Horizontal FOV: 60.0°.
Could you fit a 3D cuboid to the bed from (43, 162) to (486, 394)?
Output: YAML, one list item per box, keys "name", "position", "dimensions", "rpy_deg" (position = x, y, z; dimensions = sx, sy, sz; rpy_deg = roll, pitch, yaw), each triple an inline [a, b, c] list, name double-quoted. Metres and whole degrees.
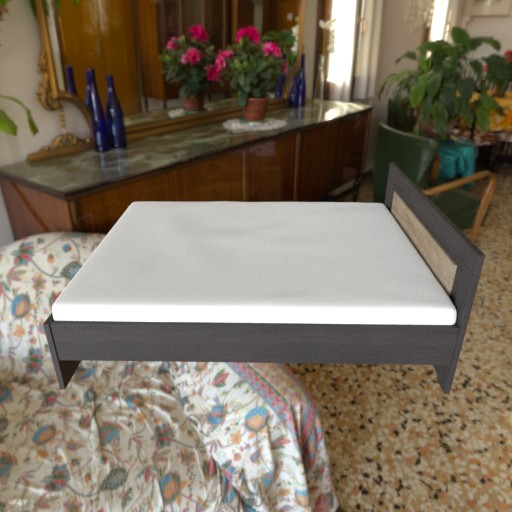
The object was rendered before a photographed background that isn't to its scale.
- name: "bed"
  position: [0.000, 0.000, 2.882]
  dimensions: [2.073, 0.823, 1.585]
  rpy_deg: [0, 27, 1]
